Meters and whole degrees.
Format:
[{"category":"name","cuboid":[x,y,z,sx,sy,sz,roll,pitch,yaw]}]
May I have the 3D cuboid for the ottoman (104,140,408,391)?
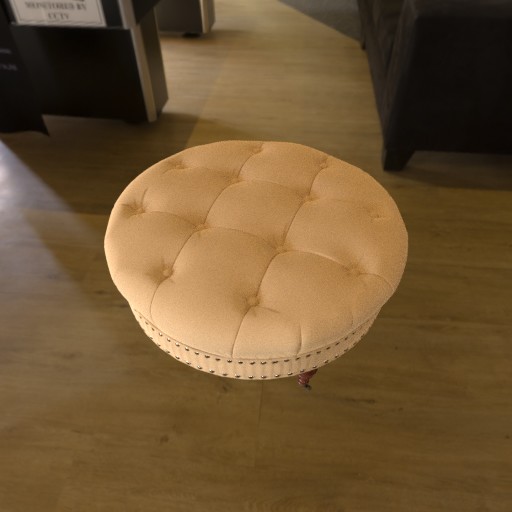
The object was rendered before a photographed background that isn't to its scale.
[{"category":"ottoman","cuboid":[0.000,0.000,1.455,0.901,0.439,0.901,0,46,0]}]
